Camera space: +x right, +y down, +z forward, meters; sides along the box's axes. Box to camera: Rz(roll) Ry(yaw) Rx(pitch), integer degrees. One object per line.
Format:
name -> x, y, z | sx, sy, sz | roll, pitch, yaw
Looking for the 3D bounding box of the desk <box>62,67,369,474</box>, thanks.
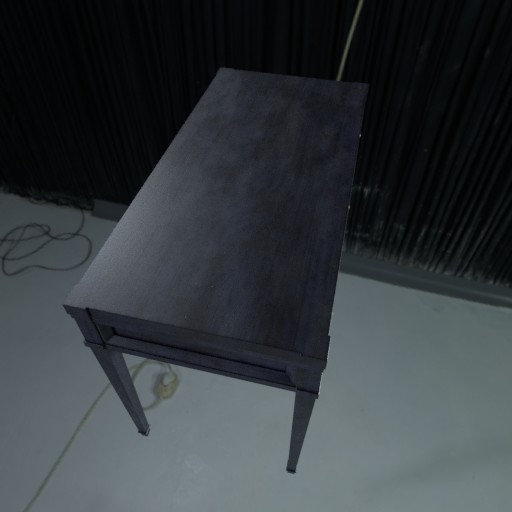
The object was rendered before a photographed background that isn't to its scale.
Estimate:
desk -> 0.000, 0.000, 1.736 | 0.630, 0.861, 1.289 | 10, 48, 9
